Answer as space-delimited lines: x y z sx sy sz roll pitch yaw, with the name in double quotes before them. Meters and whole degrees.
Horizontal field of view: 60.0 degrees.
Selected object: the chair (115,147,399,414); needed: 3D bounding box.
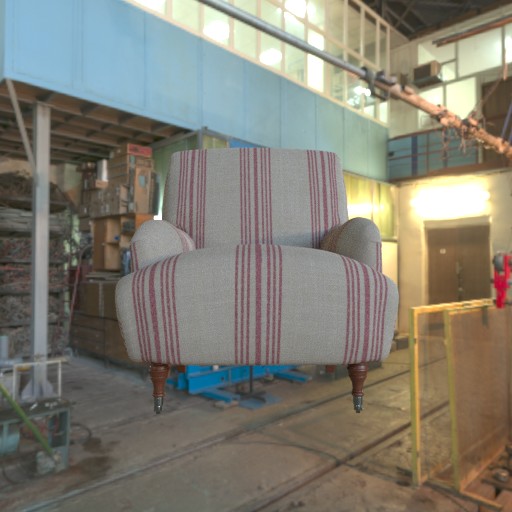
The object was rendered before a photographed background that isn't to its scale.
"chair" 0.000 0.000 1.870 0.933 1.123 1.058 0 -1 -1
